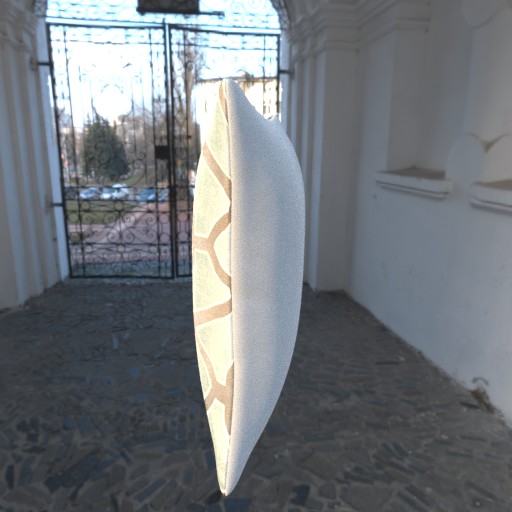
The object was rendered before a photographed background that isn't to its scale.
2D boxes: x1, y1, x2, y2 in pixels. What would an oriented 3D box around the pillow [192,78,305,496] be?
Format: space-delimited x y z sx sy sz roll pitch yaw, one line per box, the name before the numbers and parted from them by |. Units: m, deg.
pillow | 0.000 0.000 0.774 0.166 0.508 0.552 2 14 7
